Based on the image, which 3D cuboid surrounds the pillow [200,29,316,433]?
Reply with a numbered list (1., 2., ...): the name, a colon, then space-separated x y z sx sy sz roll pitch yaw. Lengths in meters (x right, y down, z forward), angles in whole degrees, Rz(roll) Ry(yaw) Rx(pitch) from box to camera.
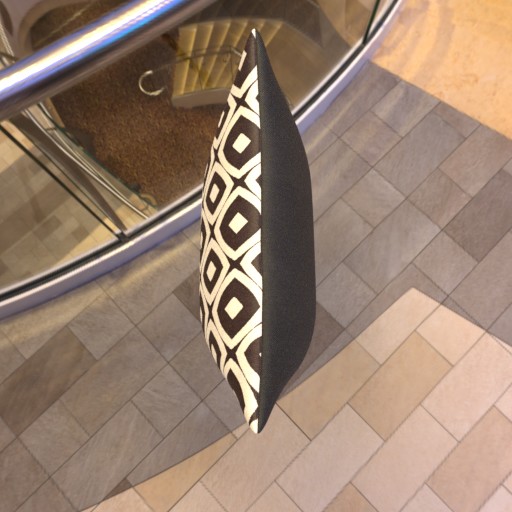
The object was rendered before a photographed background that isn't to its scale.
1. pillow: 0.000 0.000 0.765 0.188 0.494 0.504 0 76 0
